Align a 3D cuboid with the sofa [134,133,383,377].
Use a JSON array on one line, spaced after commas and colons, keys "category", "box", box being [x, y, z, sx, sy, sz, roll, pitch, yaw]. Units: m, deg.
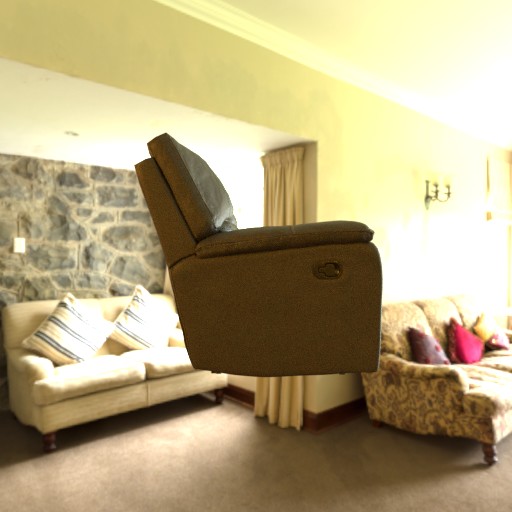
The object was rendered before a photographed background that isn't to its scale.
[{"category": "sofa", "box": [0.000, 0.000, 3.114, 1.104, 1.134, 2.627, 0, 0, -1]}]
